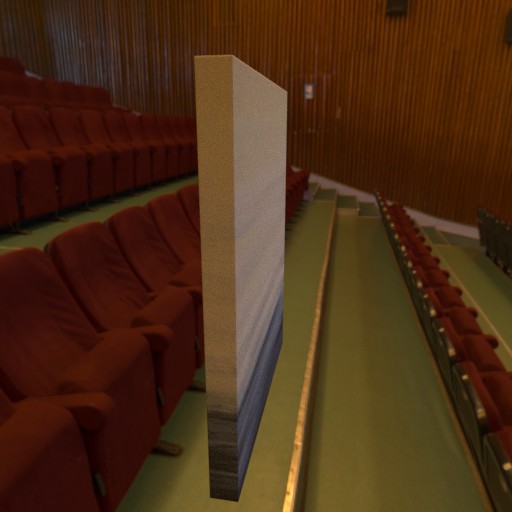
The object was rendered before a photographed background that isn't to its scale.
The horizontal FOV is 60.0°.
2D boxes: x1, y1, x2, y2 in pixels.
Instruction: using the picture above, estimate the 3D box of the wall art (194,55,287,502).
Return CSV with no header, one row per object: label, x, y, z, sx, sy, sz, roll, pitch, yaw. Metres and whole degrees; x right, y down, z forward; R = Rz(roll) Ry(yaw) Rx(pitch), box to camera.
wall art,0.000,0.000,0.688,0.037,0.511,0.435,3,16,10
